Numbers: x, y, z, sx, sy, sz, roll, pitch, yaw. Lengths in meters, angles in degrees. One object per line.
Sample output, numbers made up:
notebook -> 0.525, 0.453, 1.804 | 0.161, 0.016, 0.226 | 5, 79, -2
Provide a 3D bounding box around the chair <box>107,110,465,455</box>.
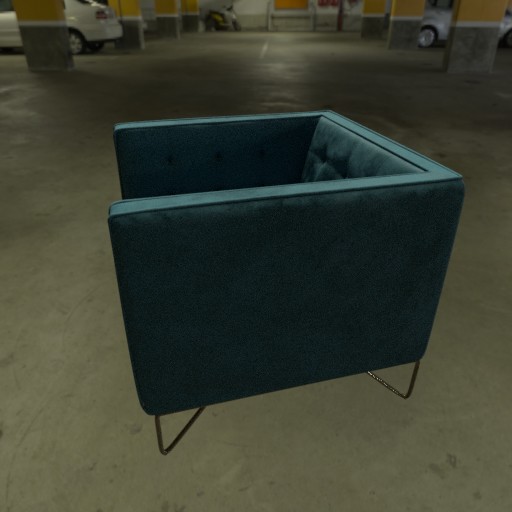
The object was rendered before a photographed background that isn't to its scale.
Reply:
chair -> 0.000, 0.000, 1.549 | 0.894, 0.790, 0.880 | -7, 30, -13
